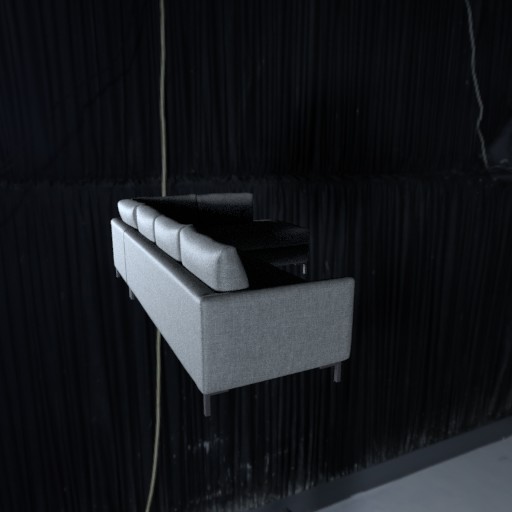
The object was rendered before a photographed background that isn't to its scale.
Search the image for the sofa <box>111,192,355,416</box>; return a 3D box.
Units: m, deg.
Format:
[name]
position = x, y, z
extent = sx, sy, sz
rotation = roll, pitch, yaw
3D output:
[sofa]
position = 0.000, 0.000, 3.806
extent = 1.984, 0.858, 2.972
rotation = -6, 15, -25
